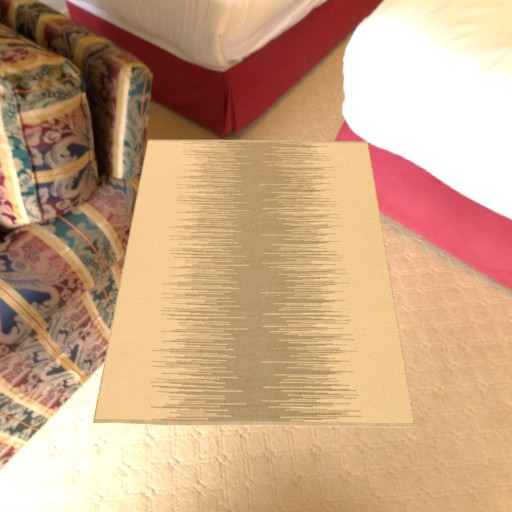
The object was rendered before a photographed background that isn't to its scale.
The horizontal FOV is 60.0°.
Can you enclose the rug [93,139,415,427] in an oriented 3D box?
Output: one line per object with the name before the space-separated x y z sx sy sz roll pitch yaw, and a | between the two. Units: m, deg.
rug | 0.000 0.000 4.155 2.453 0.010 3.037 1 58 0
